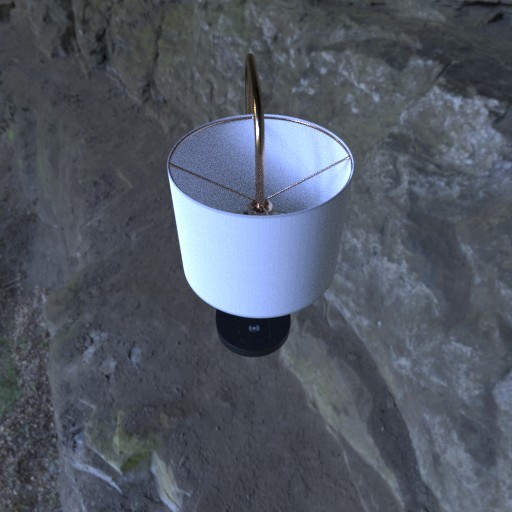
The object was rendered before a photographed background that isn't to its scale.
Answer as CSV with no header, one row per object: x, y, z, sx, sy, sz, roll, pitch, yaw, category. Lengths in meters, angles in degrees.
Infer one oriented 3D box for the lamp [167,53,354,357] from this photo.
0.000,0.000,0.678,0.199,0.540,0.337,-3,44,-3,lamp
